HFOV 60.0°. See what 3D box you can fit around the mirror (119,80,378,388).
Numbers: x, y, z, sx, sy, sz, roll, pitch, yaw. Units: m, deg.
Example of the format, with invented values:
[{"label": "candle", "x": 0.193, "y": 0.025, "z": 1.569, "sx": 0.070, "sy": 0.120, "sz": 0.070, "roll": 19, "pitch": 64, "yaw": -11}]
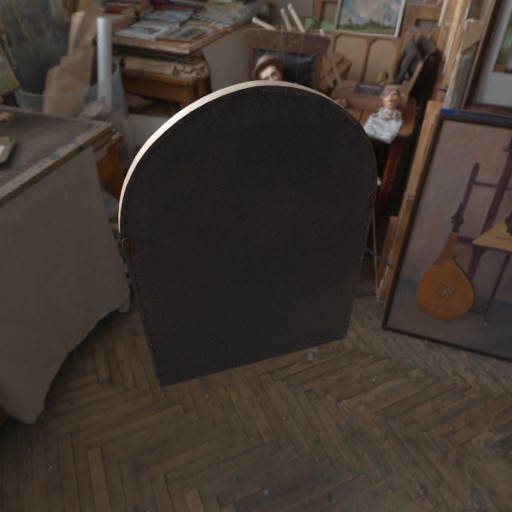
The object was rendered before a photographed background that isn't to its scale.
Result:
[{"label": "mirror", "x": 0.000, "y": 0.000, "z": 1.195, "sx": 0.660, "sy": 0.920, "sz": 0.032, "roll": -12, "pitch": 42, "yaw": -13}]
